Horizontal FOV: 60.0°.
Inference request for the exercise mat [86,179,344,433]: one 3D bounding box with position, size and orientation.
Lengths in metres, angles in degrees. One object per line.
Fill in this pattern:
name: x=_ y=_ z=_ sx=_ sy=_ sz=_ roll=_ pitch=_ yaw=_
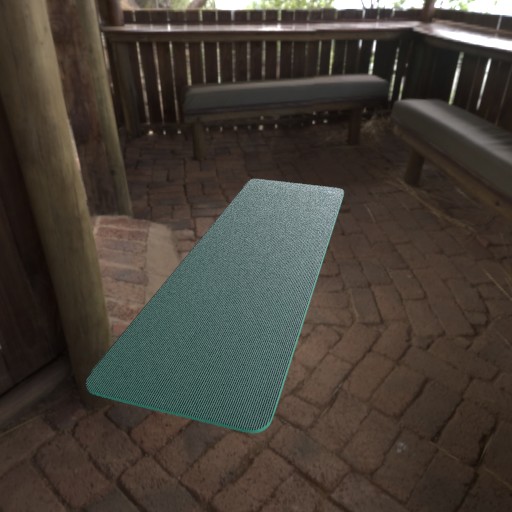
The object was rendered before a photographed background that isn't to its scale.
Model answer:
exercise mat: x=0.000 y=0.000 z=2.091 sx=0.616 sy=0.021 sz=1.869 roll=9 pitch=32 yaw=14
